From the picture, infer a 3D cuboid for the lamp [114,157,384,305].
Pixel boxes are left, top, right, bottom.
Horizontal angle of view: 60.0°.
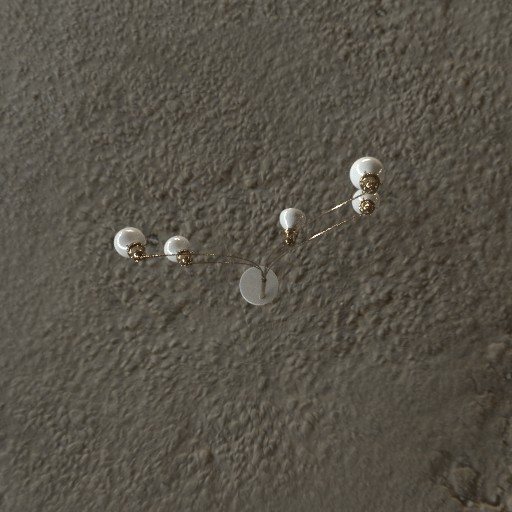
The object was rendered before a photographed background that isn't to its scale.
[{"bbox_3d":[0.000,0.000,2.975,1.405,2.423,0.361,-12,77,-3],"label":"lamp"}]
